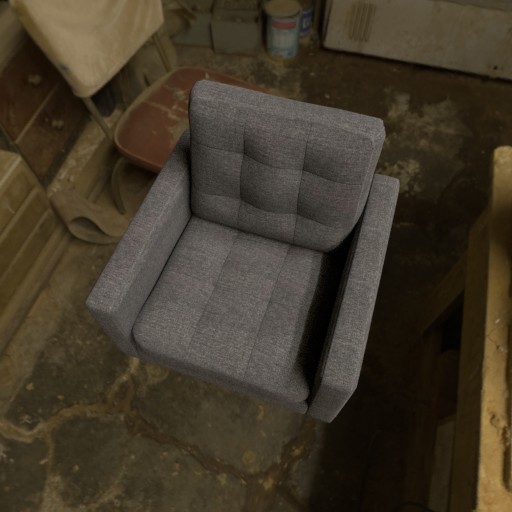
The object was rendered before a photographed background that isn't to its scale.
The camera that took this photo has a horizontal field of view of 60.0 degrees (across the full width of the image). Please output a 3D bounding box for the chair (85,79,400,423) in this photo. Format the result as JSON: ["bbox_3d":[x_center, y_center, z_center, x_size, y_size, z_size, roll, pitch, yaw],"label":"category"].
[{"bbox_3d":[0.000,0.000,1.538,0.821,0.880,0.843,16,60,9],"label":"chair"}]
